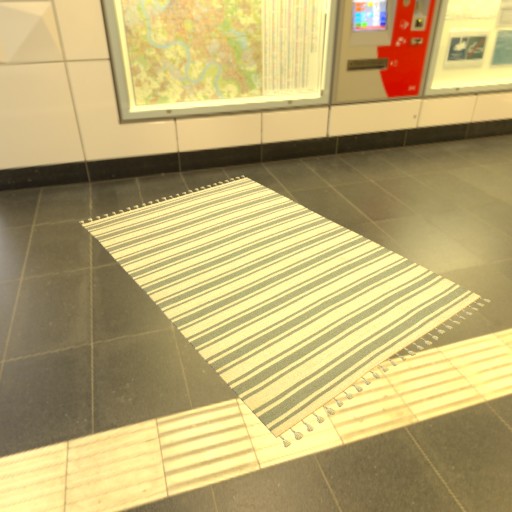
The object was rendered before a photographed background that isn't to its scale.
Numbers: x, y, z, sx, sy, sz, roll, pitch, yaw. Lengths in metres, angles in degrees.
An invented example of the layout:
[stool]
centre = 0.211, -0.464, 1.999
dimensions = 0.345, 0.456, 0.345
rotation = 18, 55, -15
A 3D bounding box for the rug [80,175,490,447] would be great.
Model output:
[rug]
centre = 0.000, 0.000, 2.937
dimensions = 1.539, 0.011, 2.410
rotation = -22, 38, -31
